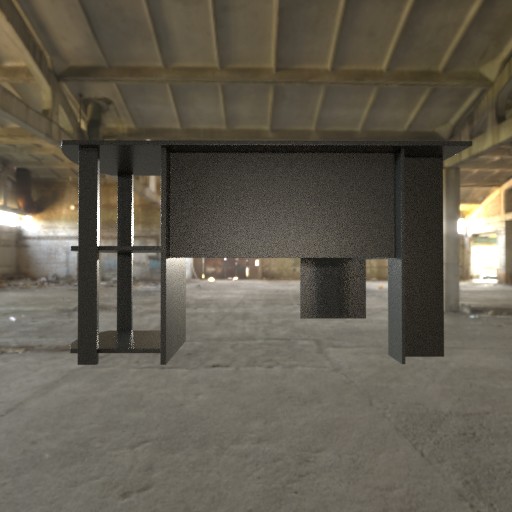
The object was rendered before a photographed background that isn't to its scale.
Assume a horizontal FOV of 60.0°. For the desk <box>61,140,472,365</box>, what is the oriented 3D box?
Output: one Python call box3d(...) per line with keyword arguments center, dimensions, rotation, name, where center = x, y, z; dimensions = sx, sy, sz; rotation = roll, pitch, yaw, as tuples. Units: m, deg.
box3d(center=(0.000, 0.000, 2.046), dimensions=(1.361, 0.716, 1.303), rotation=(0, -1, -1), name="desk")
